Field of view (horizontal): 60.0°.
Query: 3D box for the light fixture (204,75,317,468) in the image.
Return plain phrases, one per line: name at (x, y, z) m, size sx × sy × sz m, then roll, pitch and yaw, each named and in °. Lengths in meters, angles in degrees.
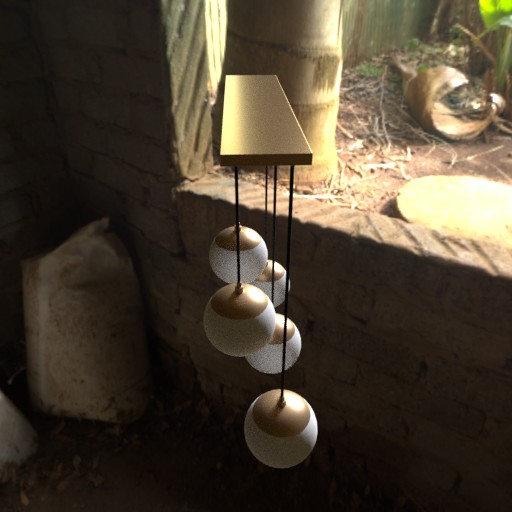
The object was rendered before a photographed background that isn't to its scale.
light fixture at (0.000, 0.000, 1.297) m, size 0.299 × 0.869 × 0.863 m, roll -1°, pitch 31°, yaw -2°
